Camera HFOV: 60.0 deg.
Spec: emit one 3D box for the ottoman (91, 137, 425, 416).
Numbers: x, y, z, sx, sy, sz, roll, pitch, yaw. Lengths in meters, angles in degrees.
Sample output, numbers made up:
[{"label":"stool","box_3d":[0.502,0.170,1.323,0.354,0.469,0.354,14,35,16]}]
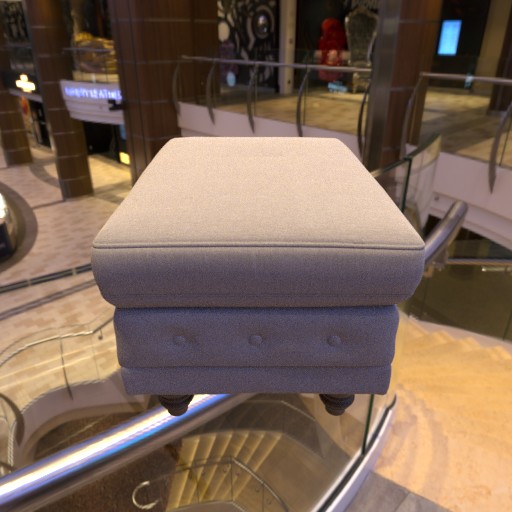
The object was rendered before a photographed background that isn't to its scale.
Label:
[{"label":"ottoman","box_3d":[0.000,0.000,1.142,0.569,0.500,0.771,0,27,0]}]
